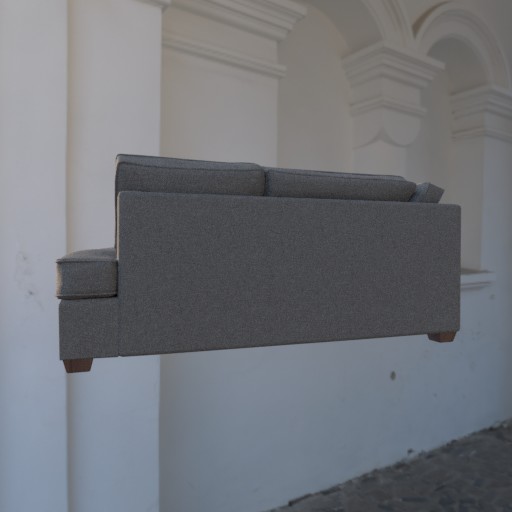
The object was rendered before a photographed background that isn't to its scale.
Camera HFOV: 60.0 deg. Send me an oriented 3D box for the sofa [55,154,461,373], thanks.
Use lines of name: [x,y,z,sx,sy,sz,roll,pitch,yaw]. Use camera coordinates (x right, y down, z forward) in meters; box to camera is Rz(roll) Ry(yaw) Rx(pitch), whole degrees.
sofa: [0.000,0.000,2.802,2.237,1.033,1.110,0,1,-18]
